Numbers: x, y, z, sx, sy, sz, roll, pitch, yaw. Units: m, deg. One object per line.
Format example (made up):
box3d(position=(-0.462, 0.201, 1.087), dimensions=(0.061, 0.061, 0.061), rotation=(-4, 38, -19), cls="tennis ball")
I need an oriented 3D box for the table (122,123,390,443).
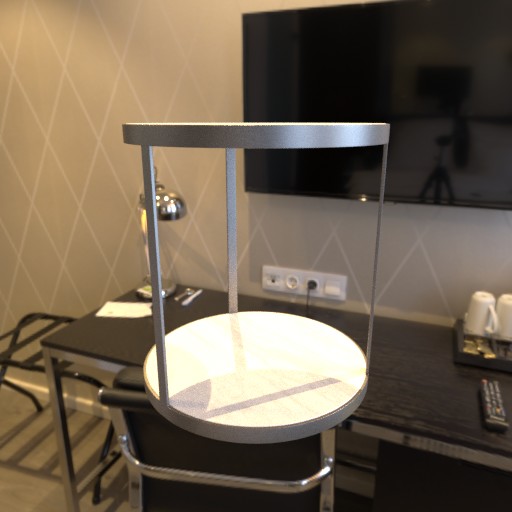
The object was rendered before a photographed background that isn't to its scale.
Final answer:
box3d(position=(0.000, 0.000, 0.836), dimensions=(0.445, 0.479, 0.445), rotation=(0, 17, 0), cls="table")
